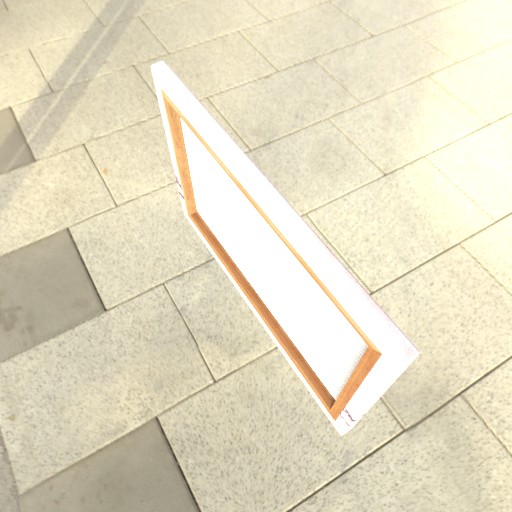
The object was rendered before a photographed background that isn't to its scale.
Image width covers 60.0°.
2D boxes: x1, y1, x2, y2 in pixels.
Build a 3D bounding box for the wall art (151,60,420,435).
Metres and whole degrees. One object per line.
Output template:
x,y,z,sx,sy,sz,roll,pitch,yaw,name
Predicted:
0.000,0.000,1.166,0.038,0.609,0.913,-29,62,-17,wall art
